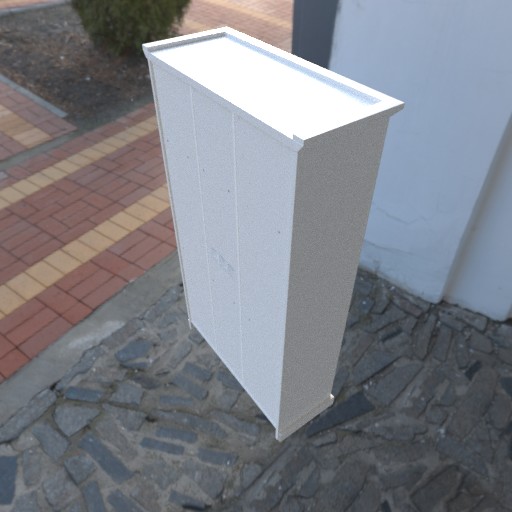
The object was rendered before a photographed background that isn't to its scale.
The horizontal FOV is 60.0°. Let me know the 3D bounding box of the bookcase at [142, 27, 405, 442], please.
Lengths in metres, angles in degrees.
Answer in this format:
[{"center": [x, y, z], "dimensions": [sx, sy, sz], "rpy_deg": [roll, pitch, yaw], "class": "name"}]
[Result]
[{"center": [0.000, 0.000, 2.288], "dimensions": [0.432, 1.880, 1.050], "rpy_deg": [-26, 48, -26], "class": "bookcase"}]
